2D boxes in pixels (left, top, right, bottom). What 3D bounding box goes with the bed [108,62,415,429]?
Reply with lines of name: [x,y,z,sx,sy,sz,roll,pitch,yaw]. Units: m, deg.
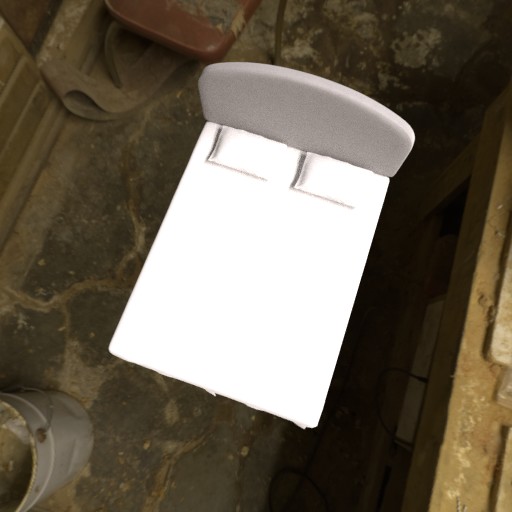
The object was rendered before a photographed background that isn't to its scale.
bed: [0.000,0.000,3.080,1.607,1.410,2.005,19,75,5]
